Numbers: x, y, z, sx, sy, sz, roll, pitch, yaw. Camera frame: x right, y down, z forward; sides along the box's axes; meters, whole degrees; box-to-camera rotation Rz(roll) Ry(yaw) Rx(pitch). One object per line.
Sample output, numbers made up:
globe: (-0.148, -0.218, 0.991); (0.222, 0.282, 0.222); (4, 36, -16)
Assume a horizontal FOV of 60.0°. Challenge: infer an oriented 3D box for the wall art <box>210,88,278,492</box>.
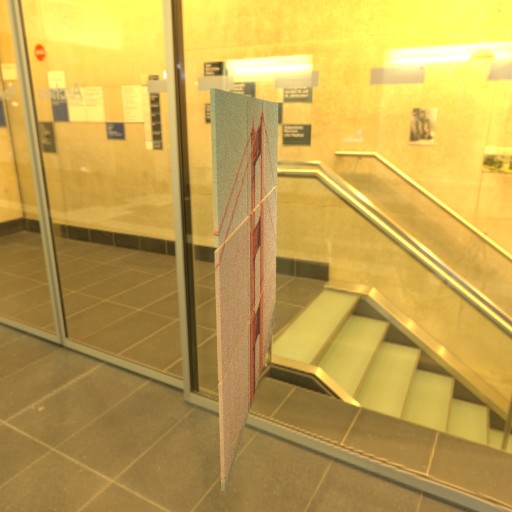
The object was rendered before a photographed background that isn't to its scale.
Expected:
wall art: (0.000, 0.000, 1.818); (0.013, 1.219, 1.214); (3, 18, 10)
